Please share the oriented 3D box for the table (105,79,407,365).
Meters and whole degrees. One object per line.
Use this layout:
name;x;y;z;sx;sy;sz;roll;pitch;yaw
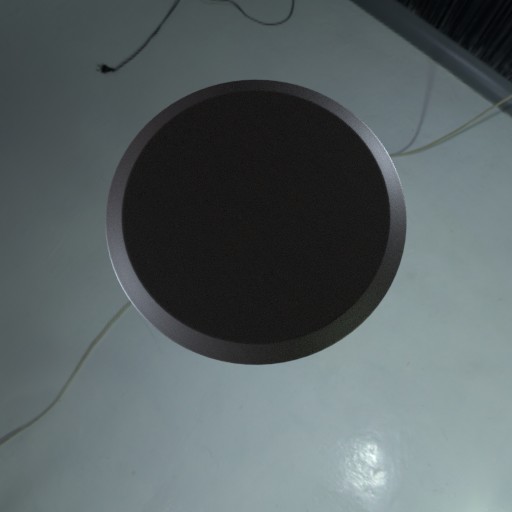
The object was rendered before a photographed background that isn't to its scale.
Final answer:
table;0.000;0.000;0.948;0.457;0.585;0.457;0;76;0
